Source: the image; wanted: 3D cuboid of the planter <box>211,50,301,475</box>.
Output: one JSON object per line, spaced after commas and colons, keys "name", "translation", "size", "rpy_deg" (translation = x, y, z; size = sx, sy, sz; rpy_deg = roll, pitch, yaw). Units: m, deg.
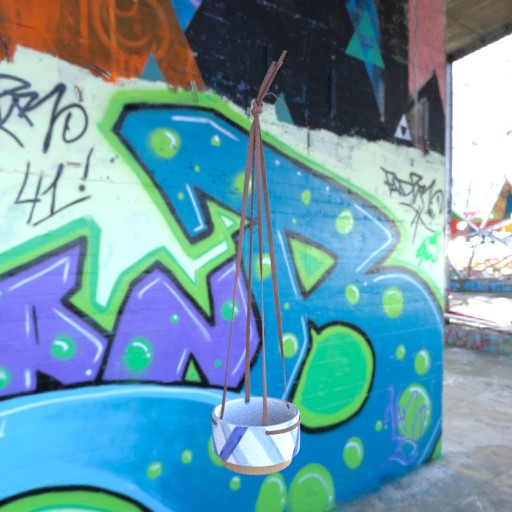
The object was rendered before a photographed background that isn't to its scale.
{"name": "planter", "translation": [0.000, 0.000, 0.823], "size": [0.166, 0.751, 0.166], "rpy_deg": [0, 1, -36]}
